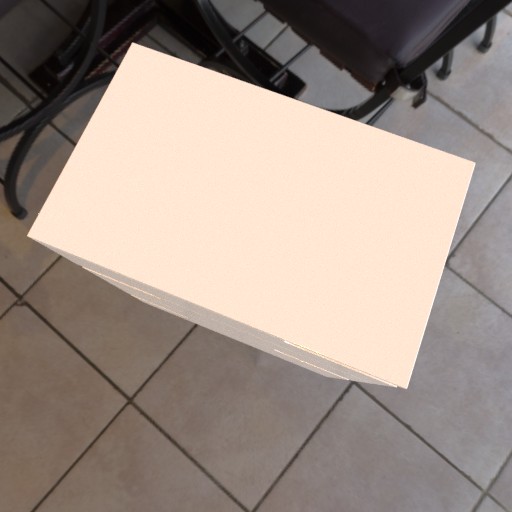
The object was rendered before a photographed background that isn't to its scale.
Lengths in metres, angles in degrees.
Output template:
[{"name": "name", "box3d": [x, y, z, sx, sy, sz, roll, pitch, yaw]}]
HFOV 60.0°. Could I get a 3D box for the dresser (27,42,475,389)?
[{"name": "dresser", "box3d": [0.000, 0.000, 1.130, 0.650, 0.800, 0.400, 21, 77, 5]}]
